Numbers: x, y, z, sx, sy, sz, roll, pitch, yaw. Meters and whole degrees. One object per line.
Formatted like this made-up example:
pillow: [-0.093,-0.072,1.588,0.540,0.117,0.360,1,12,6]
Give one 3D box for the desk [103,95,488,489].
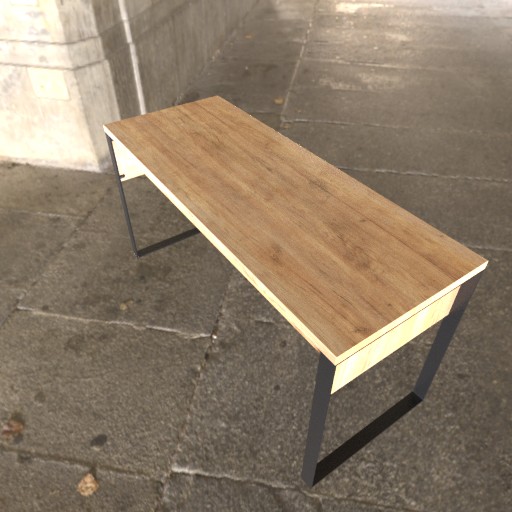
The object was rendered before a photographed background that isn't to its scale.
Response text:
desk: [0.000,0.000,1.882,0.600,0.760,1.520,-25,47,-25]
